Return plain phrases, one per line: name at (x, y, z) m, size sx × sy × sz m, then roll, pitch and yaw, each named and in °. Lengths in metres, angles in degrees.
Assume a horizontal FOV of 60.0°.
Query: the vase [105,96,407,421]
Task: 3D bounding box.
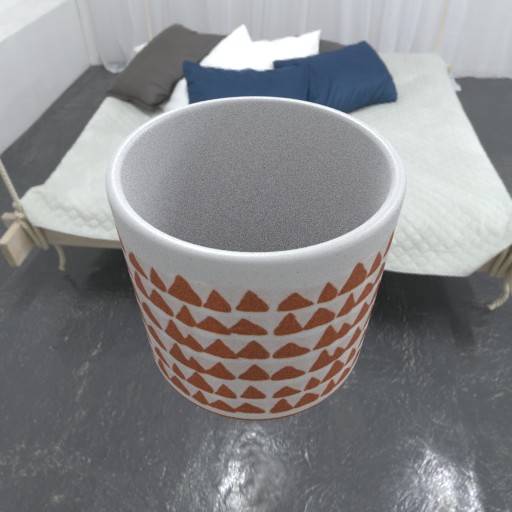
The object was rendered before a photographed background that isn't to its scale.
vase at (0.000, 0.000, 0.249) m, size 0.137 × 0.127 × 0.137 m, roll 0°, pitch 44°, yaw 0°
